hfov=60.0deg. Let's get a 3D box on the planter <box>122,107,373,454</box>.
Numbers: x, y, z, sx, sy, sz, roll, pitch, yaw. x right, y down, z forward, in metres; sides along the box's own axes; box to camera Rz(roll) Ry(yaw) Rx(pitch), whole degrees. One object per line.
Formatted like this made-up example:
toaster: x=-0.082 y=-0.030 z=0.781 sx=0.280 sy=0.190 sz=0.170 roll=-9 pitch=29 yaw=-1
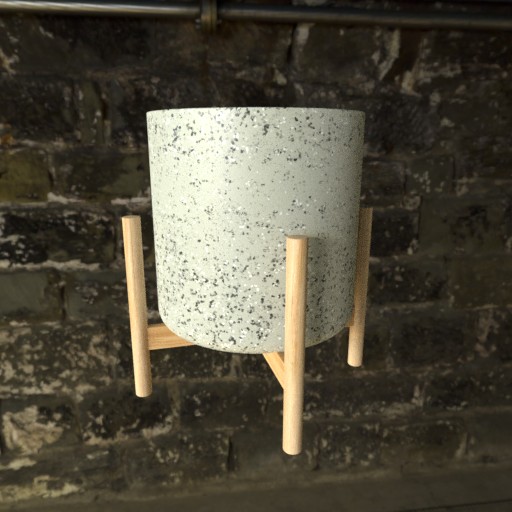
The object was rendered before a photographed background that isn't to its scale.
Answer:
planter: x=0.000 y=0.000 z=0.686 sx=0.360 sy=0.419 sz=0.360 roll=2 pitch=15 yaw=7
